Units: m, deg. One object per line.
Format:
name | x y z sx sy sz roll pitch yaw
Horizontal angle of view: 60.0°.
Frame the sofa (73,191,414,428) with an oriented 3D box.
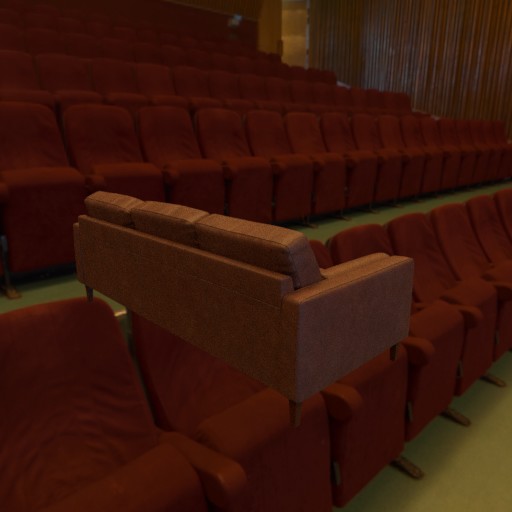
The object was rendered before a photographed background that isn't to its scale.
sofa | 0.000 0.000 3.018 1.613 0.841 2.185 -14 21 -42
